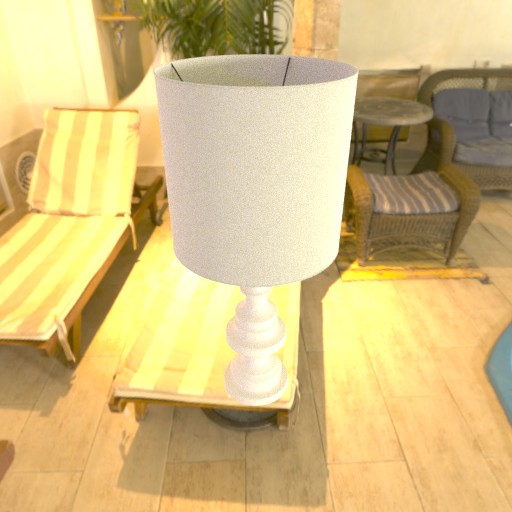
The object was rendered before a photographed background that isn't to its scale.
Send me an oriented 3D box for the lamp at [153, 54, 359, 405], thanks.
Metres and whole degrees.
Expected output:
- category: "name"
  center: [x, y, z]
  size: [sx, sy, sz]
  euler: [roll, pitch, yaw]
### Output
- category: "lamp"
  center: [0.000, 0.000, 0.576]
  size: [0.208, 0.455, 0.208]
  euler: [2, 31, 3]
